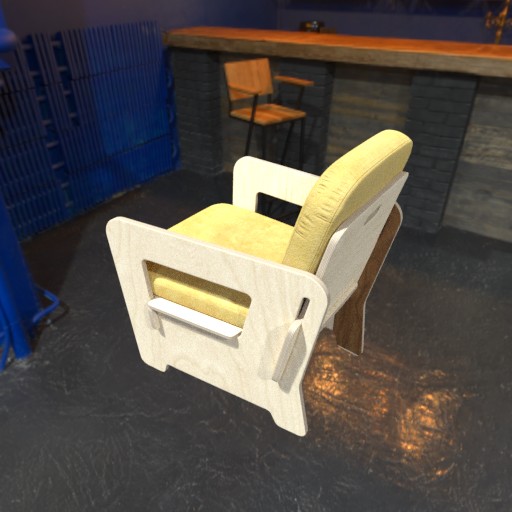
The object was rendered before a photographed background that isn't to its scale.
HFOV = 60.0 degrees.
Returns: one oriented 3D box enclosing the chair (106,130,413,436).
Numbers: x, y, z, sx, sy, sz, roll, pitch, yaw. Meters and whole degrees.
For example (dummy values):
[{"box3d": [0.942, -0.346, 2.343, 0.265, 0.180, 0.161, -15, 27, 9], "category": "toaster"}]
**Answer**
[{"box3d": [0.000, 0.000, 1.336, 0.710, 0.800, 0.590, 20, 37, 29], "category": "chair"}]
